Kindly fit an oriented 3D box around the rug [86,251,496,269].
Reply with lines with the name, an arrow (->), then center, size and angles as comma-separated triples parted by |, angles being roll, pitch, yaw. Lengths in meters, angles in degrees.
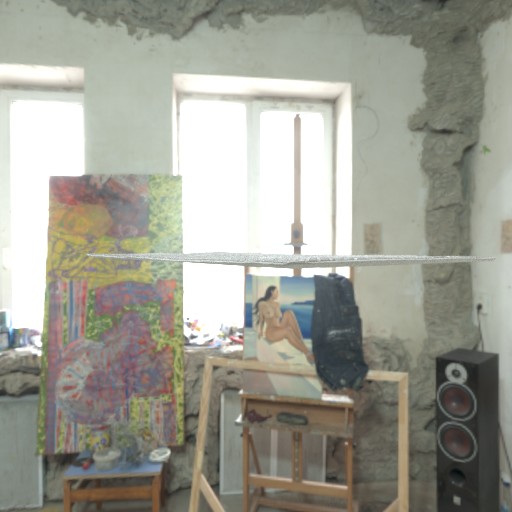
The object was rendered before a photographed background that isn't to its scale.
rug -> 0.000, 0.000, 2.996 | 1.537, 0.036, 2.447 | -1, 1, -37
